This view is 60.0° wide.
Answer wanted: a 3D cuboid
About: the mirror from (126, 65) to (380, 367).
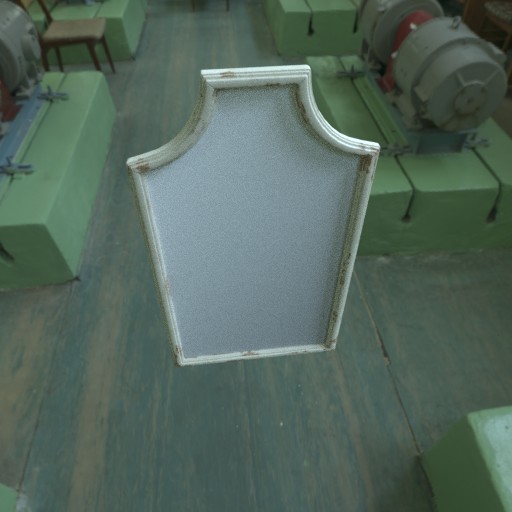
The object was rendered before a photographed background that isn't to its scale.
[{"bbox_3d":[0.000,0.000,0.859,0.403,0.717,0.022,-5,45,-5],"label":"mirror"}]
